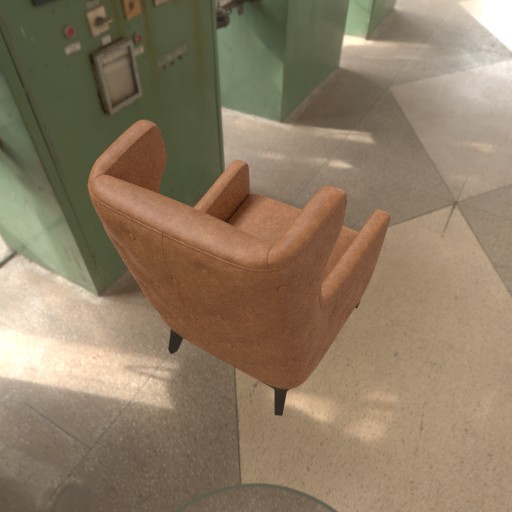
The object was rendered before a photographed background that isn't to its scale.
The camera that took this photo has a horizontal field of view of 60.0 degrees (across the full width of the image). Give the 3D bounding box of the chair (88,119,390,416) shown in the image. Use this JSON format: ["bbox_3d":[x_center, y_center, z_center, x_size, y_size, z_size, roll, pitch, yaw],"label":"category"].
[{"bbox_3d":[0.000,0.000,1.693,0.766,1.079,0.899,24,52,21],"label":"chair"}]
